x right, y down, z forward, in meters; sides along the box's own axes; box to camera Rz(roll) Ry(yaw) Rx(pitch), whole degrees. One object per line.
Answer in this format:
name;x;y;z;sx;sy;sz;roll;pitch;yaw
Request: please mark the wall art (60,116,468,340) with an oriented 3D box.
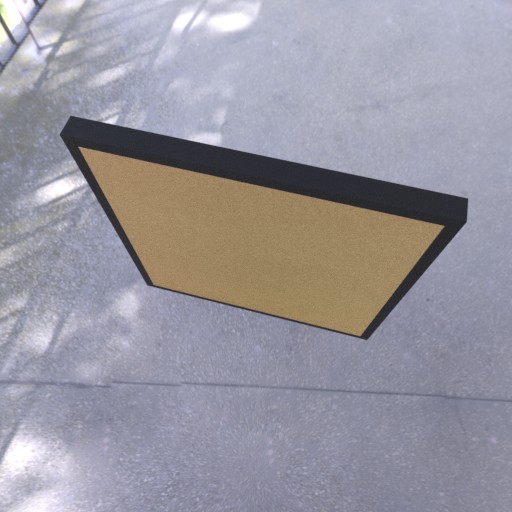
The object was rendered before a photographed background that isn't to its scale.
wall art;0.000;0.000;0.770;0.508;0.507;0.033;13;65;6
